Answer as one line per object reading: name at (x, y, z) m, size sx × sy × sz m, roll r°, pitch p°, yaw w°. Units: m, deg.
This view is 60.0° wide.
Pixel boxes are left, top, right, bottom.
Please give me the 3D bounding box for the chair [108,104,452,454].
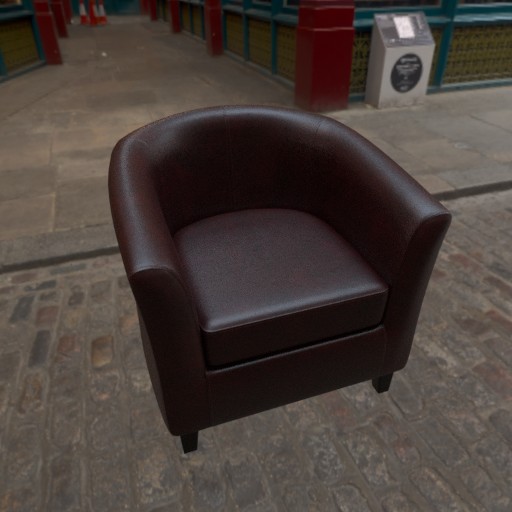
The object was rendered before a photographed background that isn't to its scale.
chair at (0.000, 0.000, 1.373) m, size 0.792 × 0.756 × 0.727 m, roll -11°, pitch 34°, yaw -16°
